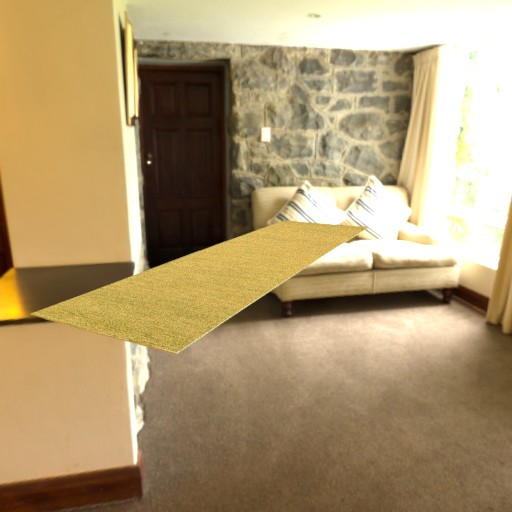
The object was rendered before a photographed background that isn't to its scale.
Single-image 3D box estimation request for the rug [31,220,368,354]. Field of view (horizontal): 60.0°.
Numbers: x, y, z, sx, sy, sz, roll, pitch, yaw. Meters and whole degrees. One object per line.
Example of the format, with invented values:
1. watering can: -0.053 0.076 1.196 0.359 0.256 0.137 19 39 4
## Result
1. rug: 0.000 0.000 2.506 0.686 0.013 2.340 8 16 27
